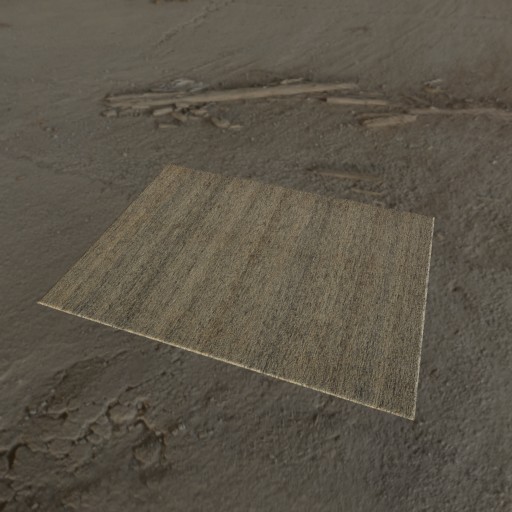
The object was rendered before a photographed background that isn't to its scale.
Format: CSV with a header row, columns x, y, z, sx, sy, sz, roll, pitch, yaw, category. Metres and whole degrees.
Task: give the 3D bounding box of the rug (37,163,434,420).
x,y,z,sx,sy,sz,roll,pitch,yaw,category
0.000,0.000,4.311,3.199,0.036,2.414,14,45,14,rug
